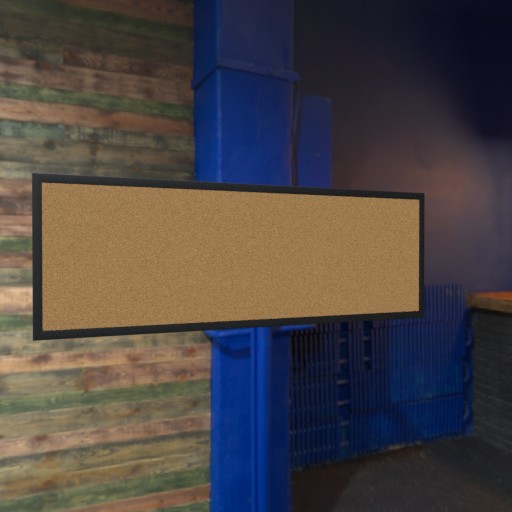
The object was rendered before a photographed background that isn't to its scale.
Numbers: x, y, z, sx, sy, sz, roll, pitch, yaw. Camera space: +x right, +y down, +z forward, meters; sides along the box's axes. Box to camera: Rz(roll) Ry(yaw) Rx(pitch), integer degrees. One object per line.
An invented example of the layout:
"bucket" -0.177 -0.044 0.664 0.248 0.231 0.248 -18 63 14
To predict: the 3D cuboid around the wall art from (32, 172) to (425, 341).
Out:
"wall art" 0.000 0.000 1.735 1.572 0.554 0.041 0 1 -19
